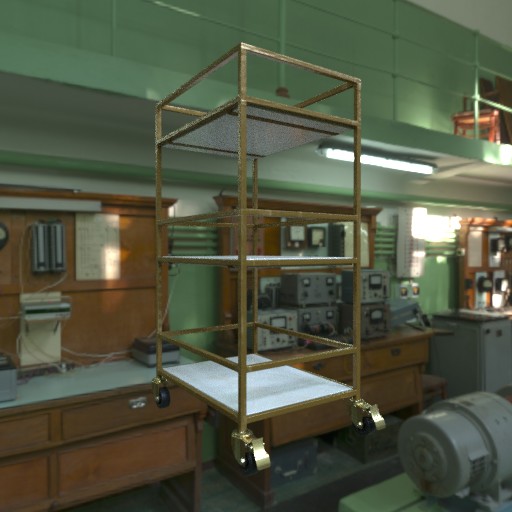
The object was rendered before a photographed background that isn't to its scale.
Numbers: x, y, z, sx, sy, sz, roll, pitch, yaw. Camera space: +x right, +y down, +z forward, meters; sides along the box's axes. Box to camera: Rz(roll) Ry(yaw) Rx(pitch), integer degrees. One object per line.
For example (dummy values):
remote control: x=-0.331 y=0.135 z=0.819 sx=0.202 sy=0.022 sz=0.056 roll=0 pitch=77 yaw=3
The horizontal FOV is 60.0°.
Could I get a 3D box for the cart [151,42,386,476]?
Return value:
cart: x=0.000 y=0.000 z=1.018 sx=0.332 sy=0.761 sz=0.483 roll=-1 pitch=1 yaw=-34
